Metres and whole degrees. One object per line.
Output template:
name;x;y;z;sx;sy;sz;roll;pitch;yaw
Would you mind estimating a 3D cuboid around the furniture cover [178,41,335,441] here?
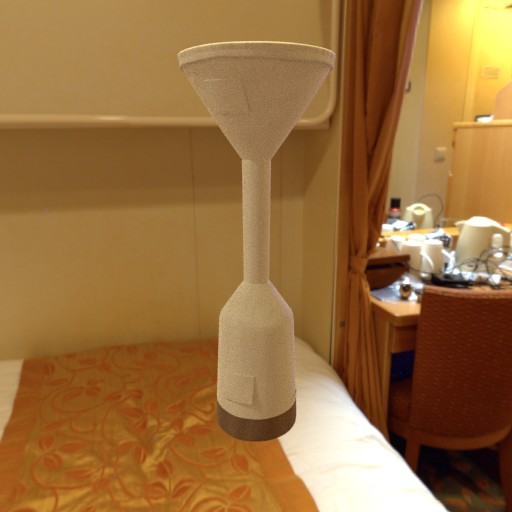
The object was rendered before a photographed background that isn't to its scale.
furniture cover;0.000;0.000;2.901;0.914;2.413;0.914;7;17;25
